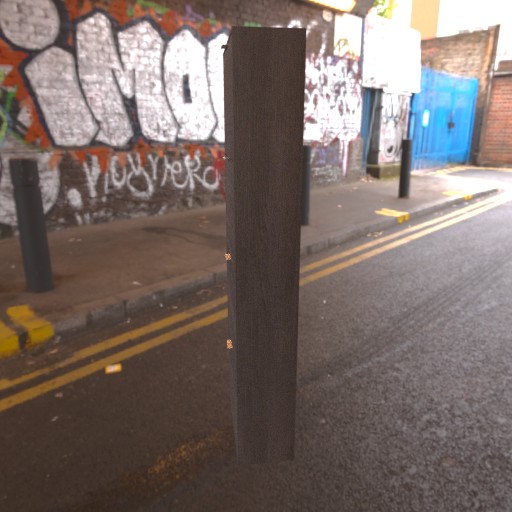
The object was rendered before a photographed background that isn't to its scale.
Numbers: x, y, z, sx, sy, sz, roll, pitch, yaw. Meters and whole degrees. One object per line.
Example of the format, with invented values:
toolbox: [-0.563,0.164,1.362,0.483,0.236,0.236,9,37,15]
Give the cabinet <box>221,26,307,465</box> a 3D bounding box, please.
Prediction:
cabinet: [0.000,0.000,1.851,0.255,1.630,0.520,-2,16,-7]
